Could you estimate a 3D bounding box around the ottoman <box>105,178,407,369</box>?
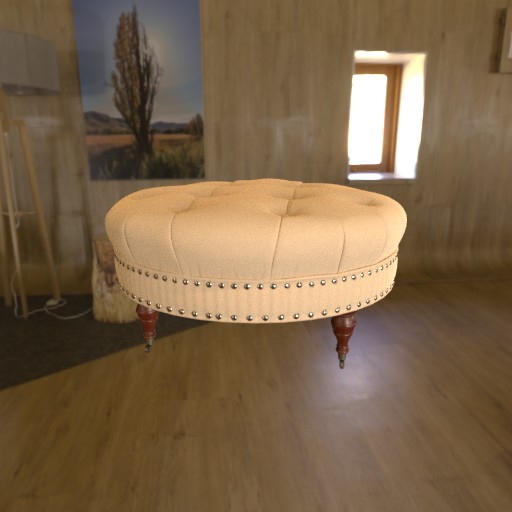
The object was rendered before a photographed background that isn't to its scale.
[{"bbox_3d":[0.000,0.000,1.404,0.901,0.439,0.901,0,15,0],"label":"ottoman"}]
